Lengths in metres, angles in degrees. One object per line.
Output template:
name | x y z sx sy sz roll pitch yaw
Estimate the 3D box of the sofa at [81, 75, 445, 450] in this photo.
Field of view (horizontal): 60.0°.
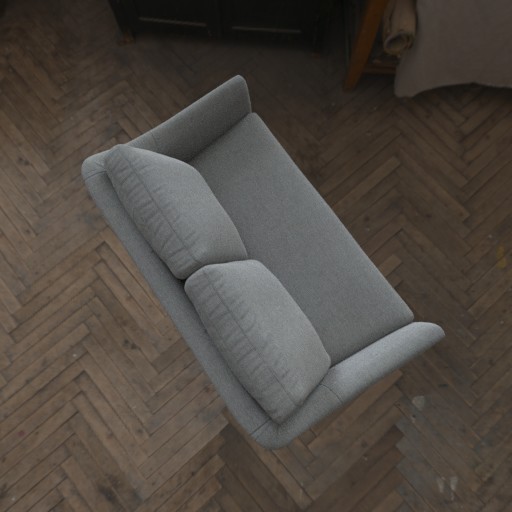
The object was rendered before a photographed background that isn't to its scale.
sofa | 0.000 0.000 2.185 0.960 0.904 1.619 -34 78 -8
